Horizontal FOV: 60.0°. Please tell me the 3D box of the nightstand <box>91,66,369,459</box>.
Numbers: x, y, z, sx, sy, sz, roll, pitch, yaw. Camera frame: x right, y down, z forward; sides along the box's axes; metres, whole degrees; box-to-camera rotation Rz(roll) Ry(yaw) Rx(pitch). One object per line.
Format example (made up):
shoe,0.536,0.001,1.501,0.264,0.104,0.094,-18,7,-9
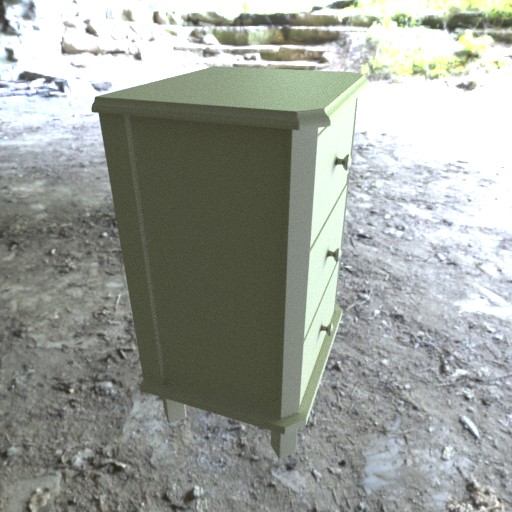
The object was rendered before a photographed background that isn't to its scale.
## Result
nightstand,0.000,0.000,0.928,0.351,0.681,0.435,10,31,18
